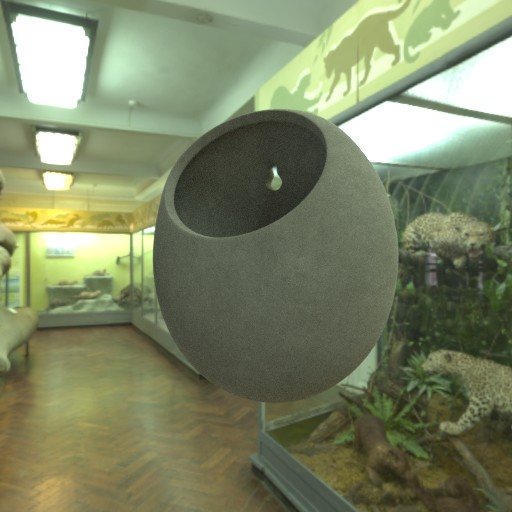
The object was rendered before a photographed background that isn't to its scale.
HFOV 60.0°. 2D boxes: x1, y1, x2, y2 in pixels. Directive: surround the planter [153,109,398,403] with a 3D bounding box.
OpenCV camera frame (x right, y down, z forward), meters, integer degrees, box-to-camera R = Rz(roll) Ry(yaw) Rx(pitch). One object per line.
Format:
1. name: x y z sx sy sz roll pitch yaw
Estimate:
1. planter: 0.000 0.000 0.290 0.185 0.188 0.071 -1 -1 36
